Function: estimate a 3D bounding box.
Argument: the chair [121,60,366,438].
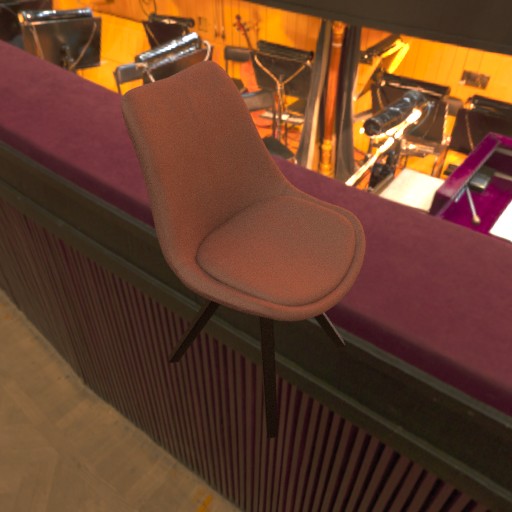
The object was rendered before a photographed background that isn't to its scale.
[{"bbox_3d":[0.000,0.000,1.209,0.547,0.865,0.483,27,48,27],"label":"chair"}]
